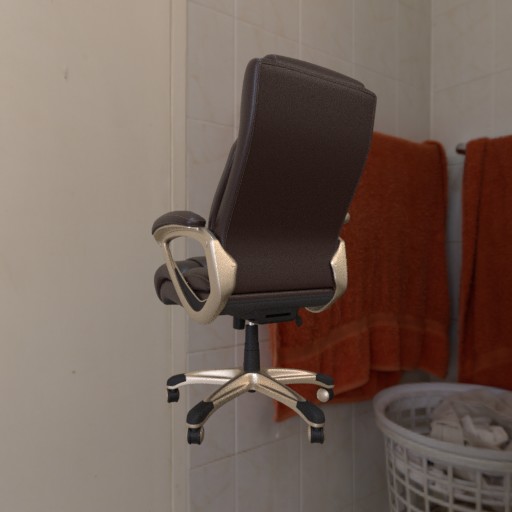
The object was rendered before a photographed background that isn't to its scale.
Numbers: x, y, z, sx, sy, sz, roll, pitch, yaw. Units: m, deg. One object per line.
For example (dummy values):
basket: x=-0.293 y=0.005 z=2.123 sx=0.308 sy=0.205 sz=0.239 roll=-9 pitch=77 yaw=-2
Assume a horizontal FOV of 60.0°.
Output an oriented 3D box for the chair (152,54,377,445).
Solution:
chair: x=0.000 y=0.000 z=1.659 sx=0.692 sy=1.194 sz=0.749 roll=0 pitch=1 yaw=-35
